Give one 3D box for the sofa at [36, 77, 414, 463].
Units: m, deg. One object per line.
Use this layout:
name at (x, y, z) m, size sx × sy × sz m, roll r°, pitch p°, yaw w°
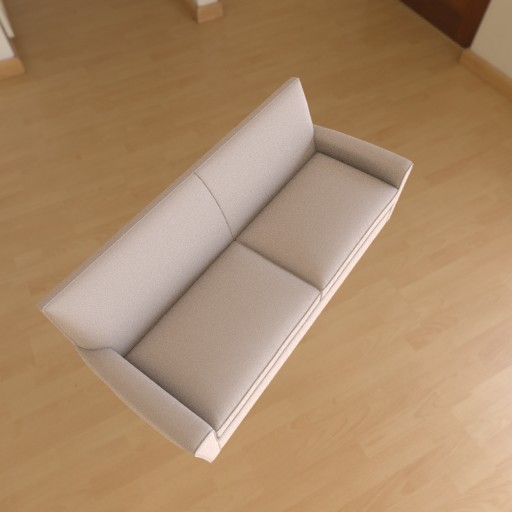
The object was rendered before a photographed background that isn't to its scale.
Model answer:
sofa at (0.000, 0.000, 2.453) m, size 0.875 × 0.846 × 2.000 m, roll 32°, pitch 63°, yaw 19°
